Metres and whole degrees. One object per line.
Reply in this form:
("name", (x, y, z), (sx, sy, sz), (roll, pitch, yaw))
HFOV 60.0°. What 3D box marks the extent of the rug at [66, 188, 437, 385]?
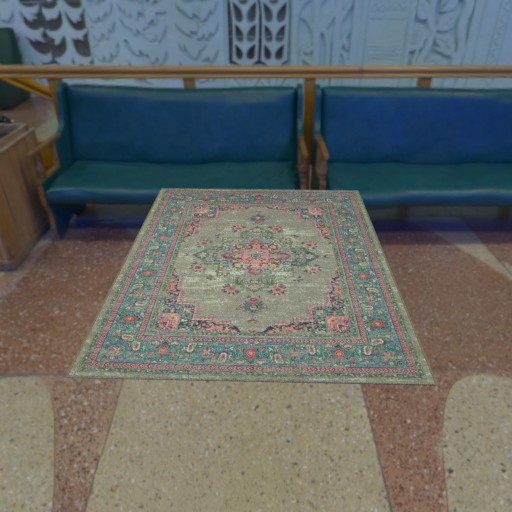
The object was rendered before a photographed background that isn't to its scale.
("rug", (0.000, 0.000, 4.180), (2.434, 0.013, 3.057), (1, 32, 1))
